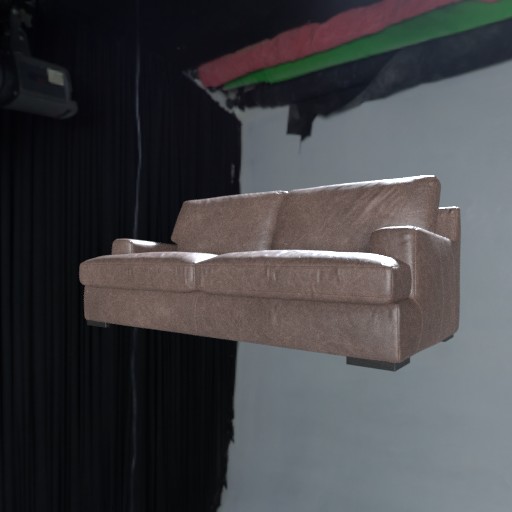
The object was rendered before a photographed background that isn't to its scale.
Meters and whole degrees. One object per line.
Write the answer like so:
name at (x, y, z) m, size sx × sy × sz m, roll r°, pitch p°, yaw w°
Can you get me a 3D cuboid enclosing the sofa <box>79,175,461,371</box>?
sofa at (0.000, 0.000, 2.816) m, size 2.261 × 0.941 × 1.143 m, roll 0°, pitch -1°, yaw 37°
